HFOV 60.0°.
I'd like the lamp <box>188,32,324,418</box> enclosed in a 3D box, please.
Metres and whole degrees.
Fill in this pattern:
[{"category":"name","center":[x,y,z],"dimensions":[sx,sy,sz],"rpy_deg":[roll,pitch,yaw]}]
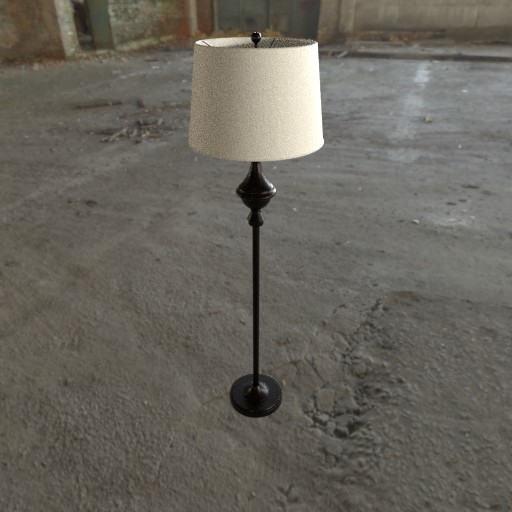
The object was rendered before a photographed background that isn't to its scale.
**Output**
[{"category":"lamp","center":[0.000,0.000,1.641],"dimensions":[0.431,1.484,0.431],"rpy_deg":[0,31,0]}]
